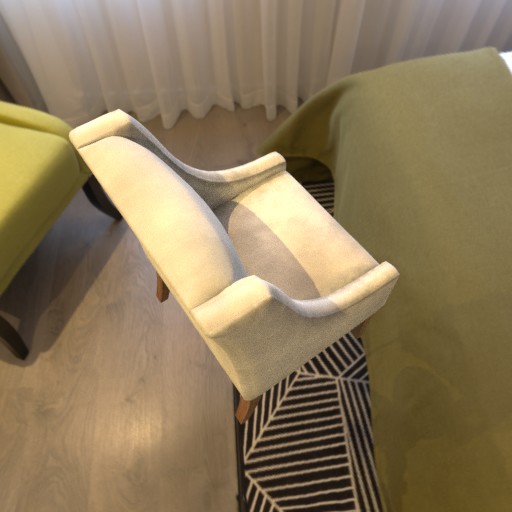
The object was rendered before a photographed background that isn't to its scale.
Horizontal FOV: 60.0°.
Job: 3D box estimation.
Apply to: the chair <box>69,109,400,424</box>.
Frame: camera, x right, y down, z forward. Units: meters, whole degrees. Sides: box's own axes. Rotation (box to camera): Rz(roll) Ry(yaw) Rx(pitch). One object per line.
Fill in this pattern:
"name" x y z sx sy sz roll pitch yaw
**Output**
"chair" 0.000 0.000 1.341 0.629 0.895 0.629 -31 64 -18
